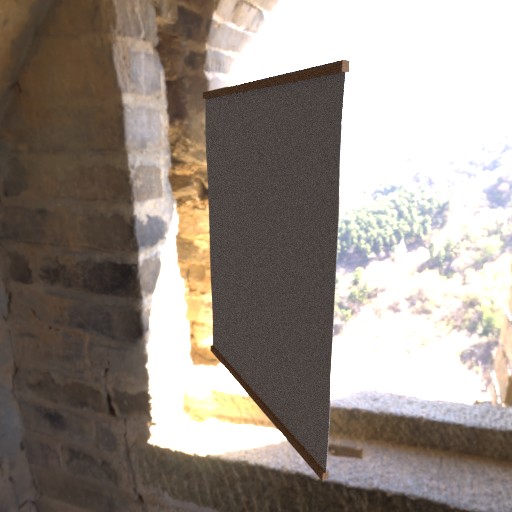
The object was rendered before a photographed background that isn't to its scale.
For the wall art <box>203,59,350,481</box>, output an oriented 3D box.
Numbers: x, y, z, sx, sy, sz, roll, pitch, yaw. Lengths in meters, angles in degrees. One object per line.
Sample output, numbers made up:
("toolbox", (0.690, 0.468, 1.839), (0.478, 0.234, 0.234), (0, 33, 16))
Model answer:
("wall art", (0.000, 0.000, 0.685), (0.010, 0.507, 0.404), (-8, 17, -26))
